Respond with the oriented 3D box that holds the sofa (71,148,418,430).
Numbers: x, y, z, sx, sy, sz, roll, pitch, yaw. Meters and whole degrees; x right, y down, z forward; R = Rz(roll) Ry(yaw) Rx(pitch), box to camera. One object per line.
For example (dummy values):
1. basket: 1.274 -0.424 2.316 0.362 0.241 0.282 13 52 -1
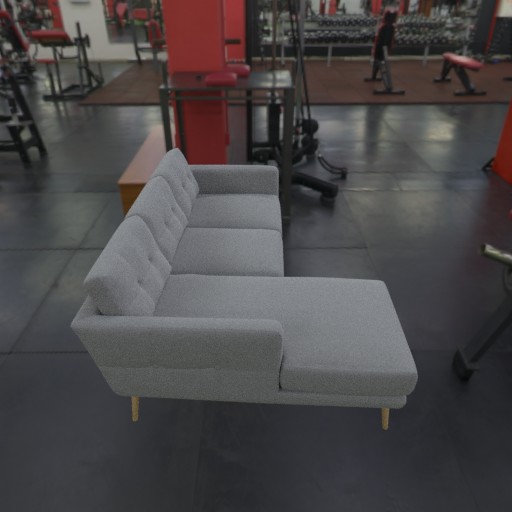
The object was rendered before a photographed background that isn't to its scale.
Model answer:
1. sofa: 0.000 0.000 2.837 1.530 0.860 2.040 1 32 2
